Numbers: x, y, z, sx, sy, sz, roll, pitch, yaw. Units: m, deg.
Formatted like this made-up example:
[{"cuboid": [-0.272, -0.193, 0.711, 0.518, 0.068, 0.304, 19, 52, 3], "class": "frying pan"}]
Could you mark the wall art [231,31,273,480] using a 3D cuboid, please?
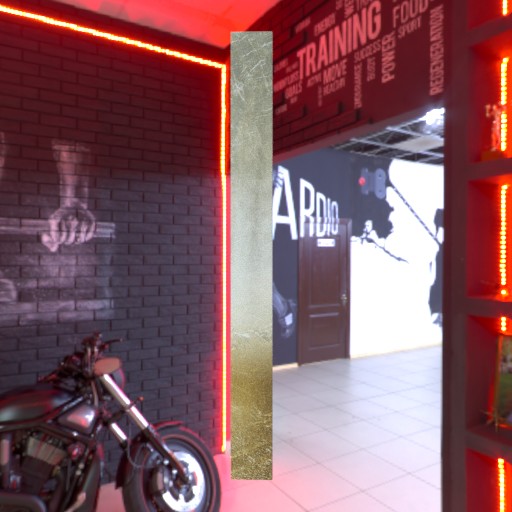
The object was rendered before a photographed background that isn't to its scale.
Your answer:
[{"cuboid": [0.000, 0.000, 0.605, 0.038, 0.407, 0.405, 0, 0, 1], "class": "wall art"}]
